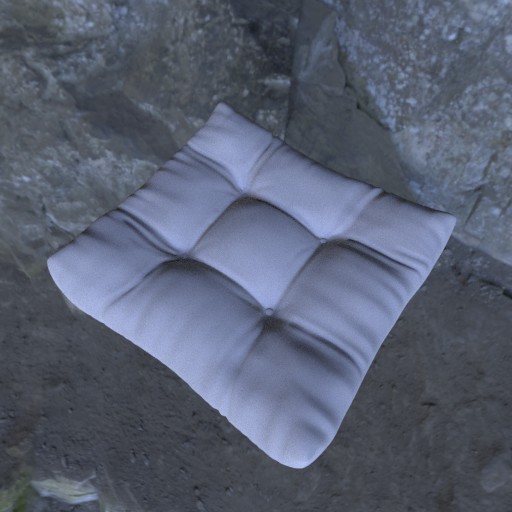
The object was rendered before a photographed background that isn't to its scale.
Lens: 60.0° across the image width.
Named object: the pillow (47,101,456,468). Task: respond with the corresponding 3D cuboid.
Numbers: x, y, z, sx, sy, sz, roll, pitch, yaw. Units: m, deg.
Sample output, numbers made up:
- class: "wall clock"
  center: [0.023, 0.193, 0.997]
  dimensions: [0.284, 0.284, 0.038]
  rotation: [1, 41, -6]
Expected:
- class: "pillow"
  center: [0.000, 0.000, 0.725]
  dimensions: [0.490, 0.128, 0.468]
  rotation: [31, 63, 18]
